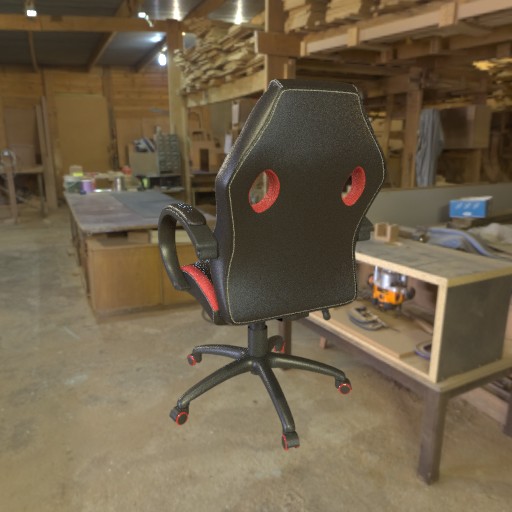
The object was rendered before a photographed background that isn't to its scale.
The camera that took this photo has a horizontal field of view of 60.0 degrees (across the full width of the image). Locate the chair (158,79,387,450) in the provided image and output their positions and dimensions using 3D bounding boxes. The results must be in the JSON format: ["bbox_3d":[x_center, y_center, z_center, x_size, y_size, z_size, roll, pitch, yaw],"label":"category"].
[{"bbox_3d":[0.000,0.000,1.700,0.750,1.189,0.783,-7,16,-25],"label":"chair"}]
